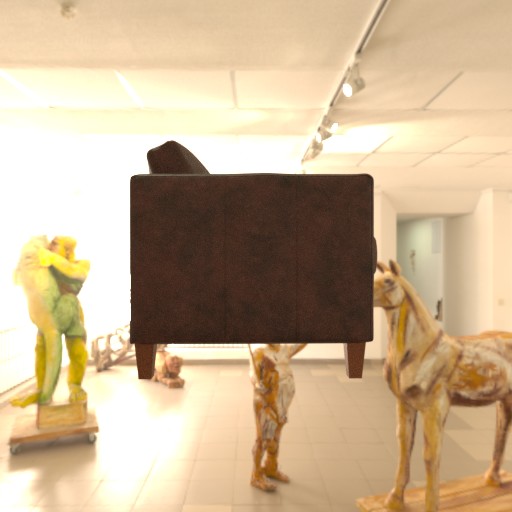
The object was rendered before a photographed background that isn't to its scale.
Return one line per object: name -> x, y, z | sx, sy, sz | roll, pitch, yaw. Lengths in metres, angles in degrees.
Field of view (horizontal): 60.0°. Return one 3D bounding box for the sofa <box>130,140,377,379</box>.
sofa -> 0.000, 0.000, 2.961 | 1.045, 1.006, 2.464 | 0, 0, -1
